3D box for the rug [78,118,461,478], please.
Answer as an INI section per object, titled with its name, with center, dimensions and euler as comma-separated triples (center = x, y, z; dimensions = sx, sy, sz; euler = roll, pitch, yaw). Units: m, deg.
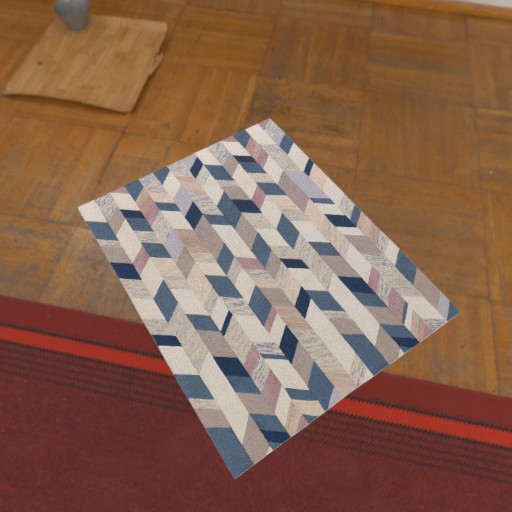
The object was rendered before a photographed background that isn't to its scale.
[rug]
center = 0.000, 0.000, 4.319
dimensions = 2.451, 0.011, 3.072
euler = -30, 63, -17
